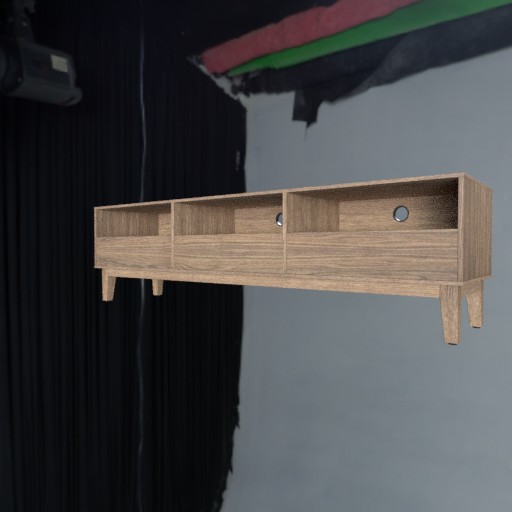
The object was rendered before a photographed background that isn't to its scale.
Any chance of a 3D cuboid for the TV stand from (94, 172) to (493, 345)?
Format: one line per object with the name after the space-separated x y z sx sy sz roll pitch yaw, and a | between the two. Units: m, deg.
0.000 0.000 1.620 1.482 0.409 0.366 1 1 37 | TV stand
